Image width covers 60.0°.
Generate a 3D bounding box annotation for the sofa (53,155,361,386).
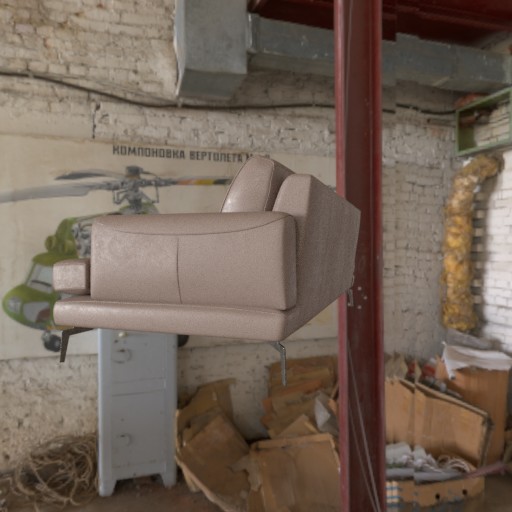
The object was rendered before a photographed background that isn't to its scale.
[{"bbox_3d":[0.000,0.000,2.404,0.974,0.765,1.940,1,2,19],"label":"sofa"}]
